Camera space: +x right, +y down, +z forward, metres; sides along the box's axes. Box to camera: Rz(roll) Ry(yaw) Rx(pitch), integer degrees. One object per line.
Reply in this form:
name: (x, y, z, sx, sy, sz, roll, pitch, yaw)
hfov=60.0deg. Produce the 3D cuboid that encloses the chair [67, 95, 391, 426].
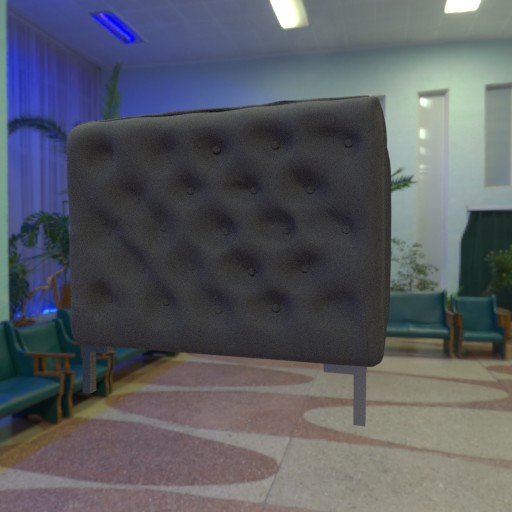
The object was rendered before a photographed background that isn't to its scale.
chair: (0.000, 0.000, 1.574, 0.913, 0.807, 0.946, 0, 1, 18)
